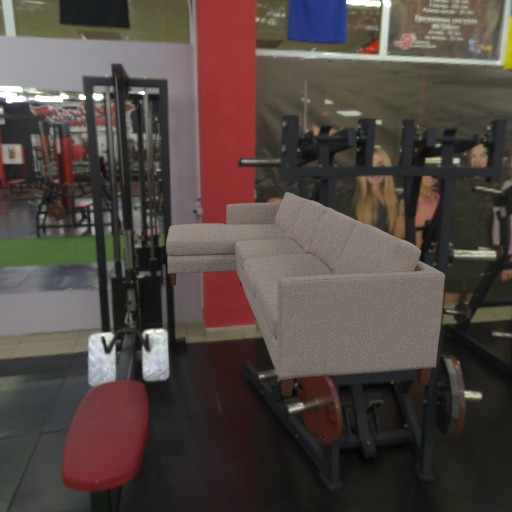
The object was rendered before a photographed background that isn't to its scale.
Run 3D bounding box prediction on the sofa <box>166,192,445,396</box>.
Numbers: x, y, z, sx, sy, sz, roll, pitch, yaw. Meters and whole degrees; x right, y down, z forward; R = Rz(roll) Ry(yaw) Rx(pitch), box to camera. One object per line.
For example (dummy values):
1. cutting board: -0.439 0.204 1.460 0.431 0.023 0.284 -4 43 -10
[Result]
1. sofa: 0.000 0.000 3.878 1.625 0.846 3.186 -2 14 -8
